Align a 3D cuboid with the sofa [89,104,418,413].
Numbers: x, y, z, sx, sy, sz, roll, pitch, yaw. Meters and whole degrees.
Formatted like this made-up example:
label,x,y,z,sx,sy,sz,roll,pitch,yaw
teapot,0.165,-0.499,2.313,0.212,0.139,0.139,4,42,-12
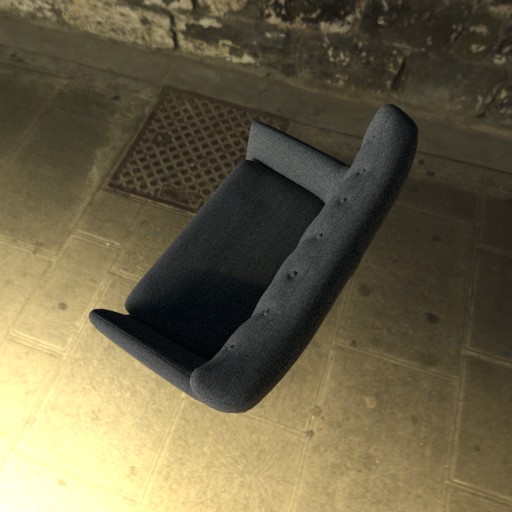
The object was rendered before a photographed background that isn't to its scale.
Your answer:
label,x,y,z,sx,sy,sz,roll,pitch,yaw
sofa,0.000,0.000,2.041,0.874,1.028,1.358,30,67,14
